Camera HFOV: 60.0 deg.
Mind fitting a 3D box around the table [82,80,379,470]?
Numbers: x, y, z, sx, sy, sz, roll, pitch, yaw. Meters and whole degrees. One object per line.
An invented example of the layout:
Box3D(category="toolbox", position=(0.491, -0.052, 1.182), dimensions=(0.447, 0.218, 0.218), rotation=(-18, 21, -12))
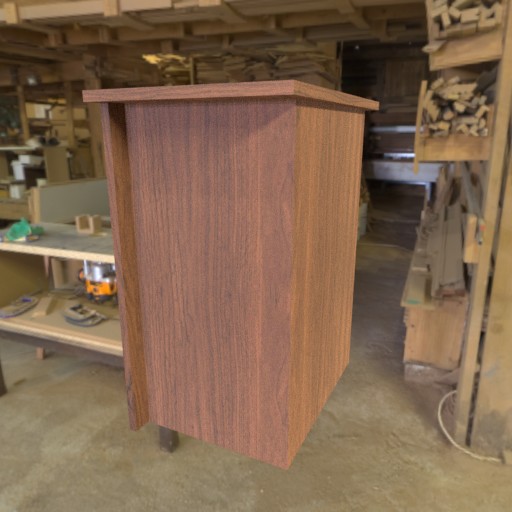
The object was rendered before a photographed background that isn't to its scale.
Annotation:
Box3D(category="table", position=(0.000, 0.000, 1.053), dimensions=(0.406, 0.711, 0.589), rotation=(8, 18, 25))
